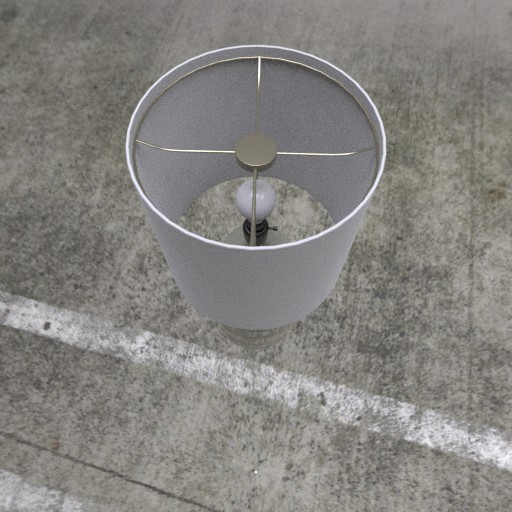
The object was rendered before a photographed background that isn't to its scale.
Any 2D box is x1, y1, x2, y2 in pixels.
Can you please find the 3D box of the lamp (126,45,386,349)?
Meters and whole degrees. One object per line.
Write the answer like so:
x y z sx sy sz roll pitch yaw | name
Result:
0.000 0.000 0.566 0.211 0.455 0.211 14 65 7 | lamp
